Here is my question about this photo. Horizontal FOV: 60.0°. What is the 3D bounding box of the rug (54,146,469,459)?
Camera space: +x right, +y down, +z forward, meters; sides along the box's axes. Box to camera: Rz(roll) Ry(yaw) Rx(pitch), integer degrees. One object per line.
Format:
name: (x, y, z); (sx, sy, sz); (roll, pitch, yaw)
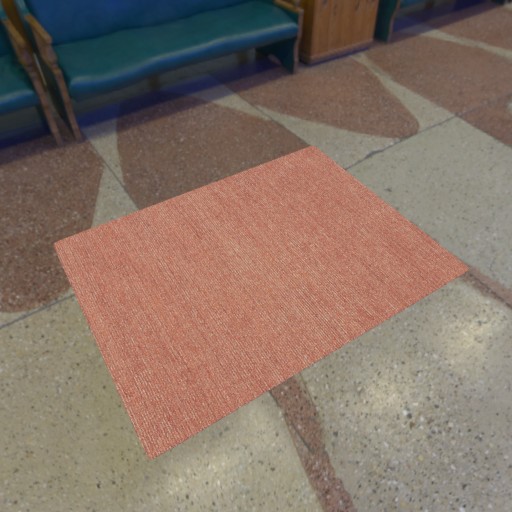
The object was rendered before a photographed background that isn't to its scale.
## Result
rug: (0.000, 0.000, 2.792); (2.112, 0.009, 1.594); (-25, 52, -21)
